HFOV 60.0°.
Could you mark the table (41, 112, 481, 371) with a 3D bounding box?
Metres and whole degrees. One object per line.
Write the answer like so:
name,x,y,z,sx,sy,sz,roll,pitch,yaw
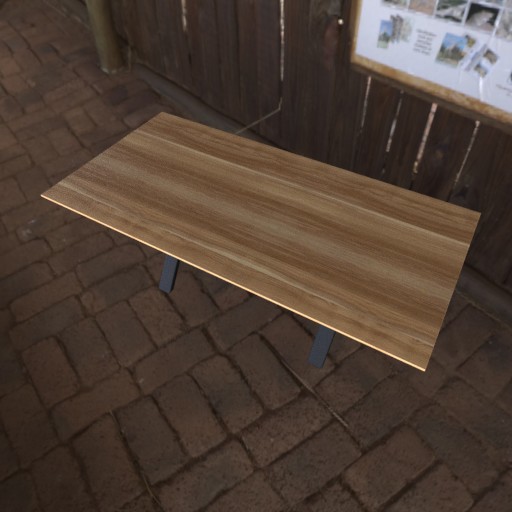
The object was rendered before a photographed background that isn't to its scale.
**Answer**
table,0.000,0.000,2.525,2.000,0.770,1.000,23,51,20
